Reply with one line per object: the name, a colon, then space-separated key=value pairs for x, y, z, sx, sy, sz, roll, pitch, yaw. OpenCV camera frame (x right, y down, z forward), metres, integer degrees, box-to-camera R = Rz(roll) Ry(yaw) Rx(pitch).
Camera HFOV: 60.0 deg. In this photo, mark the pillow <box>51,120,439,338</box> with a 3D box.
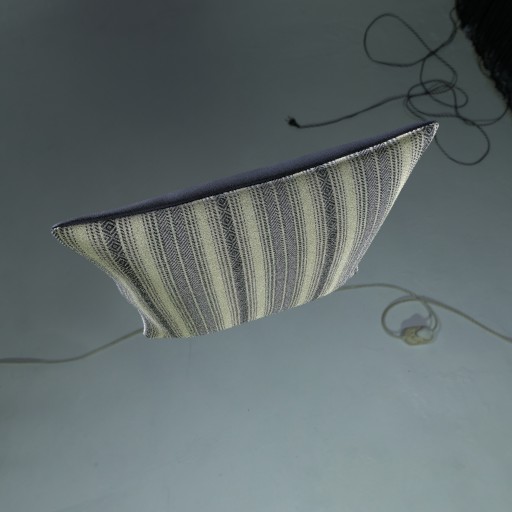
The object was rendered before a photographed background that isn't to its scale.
pillow: x=0.000 y=0.000 z=0.791 sx=0.520 sy=0.508 sz=0.166 roll=-17 pitch=68 yaw=-7
